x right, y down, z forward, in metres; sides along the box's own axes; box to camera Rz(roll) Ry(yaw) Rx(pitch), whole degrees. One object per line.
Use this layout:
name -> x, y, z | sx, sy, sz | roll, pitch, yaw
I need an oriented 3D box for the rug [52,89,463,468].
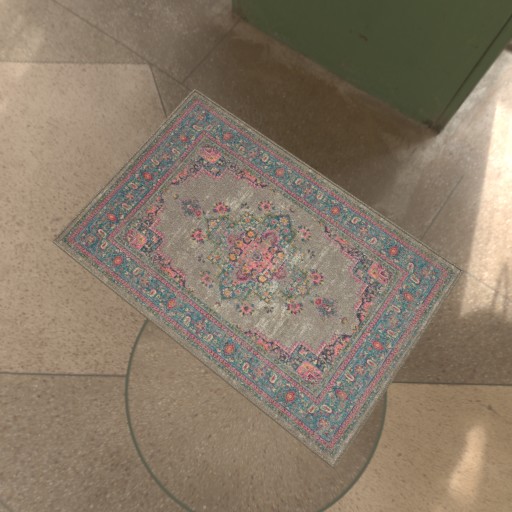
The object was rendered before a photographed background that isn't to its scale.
rug -> 0.000, 0.000, 2.236 | 1.748, 0.014, 1.144 | 36, 77, 10
